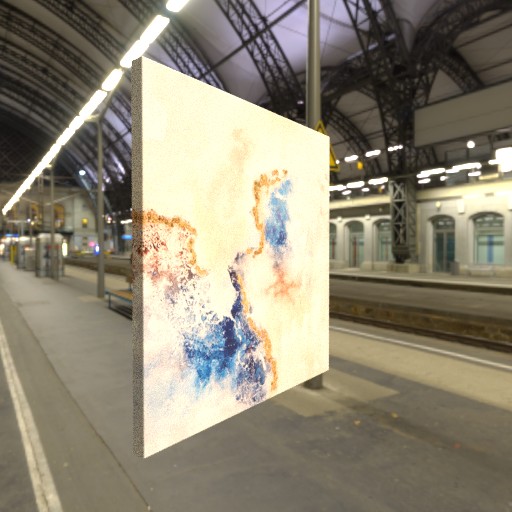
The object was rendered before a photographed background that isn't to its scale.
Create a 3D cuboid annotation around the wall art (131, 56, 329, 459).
[{"bbox_3d":[0.000,0.000,1.343,0.038,0.889,0.889,1,1,36],"label":"wall art"}]
